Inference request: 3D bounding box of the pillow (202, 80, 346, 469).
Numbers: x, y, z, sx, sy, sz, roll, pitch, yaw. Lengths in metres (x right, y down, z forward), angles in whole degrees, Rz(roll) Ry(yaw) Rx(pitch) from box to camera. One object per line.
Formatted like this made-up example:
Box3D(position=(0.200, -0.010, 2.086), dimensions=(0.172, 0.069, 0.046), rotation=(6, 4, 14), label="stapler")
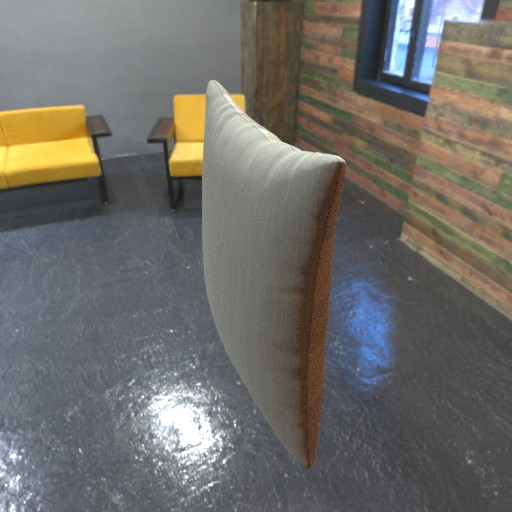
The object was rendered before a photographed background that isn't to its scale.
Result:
Box3D(position=(0.000, 0.000, 0.780), dimensions=(0.161, 0.509, 0.511), rotation=(-10, 32, -17), label="pillow")
